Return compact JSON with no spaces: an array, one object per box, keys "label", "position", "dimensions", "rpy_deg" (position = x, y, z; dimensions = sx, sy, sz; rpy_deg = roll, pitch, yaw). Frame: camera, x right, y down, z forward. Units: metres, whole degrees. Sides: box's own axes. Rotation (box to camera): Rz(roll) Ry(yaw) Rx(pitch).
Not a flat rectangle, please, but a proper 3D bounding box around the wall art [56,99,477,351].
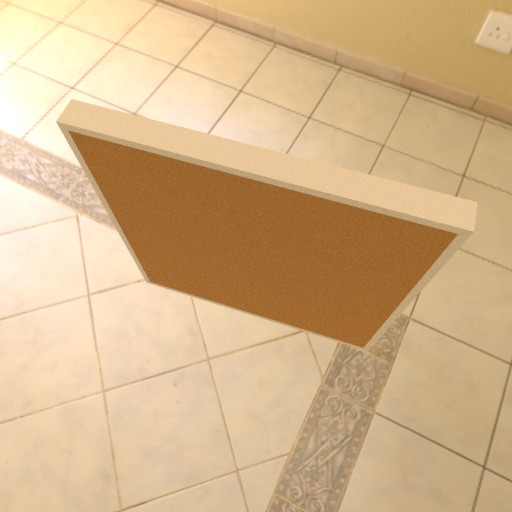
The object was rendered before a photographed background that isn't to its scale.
[{"label":"wall art","position":[0.000,0.000,0.449],"dimensions":[0.304,0.304,0.024],"rpy_deg":[16,65,8]}]
